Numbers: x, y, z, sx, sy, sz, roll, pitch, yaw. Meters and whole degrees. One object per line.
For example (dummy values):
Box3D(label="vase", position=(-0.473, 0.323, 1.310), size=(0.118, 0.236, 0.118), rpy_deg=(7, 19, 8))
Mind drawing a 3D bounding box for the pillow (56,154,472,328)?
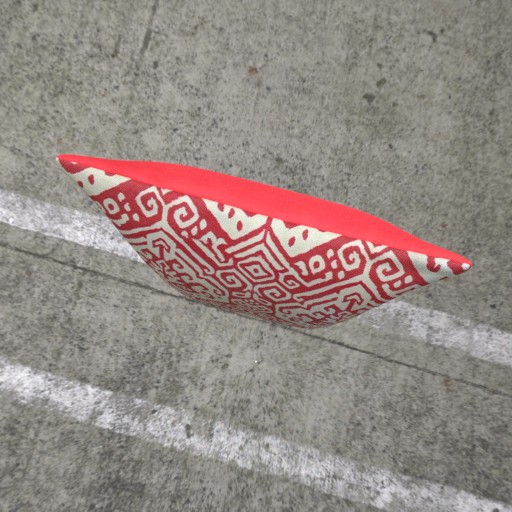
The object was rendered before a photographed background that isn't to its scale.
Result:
Box3D(label="pillow", position=(0.000, 0.000, 0.775), size=(0.522, 0.507, 0.192), rpy_deg=(15, 77, 4))
